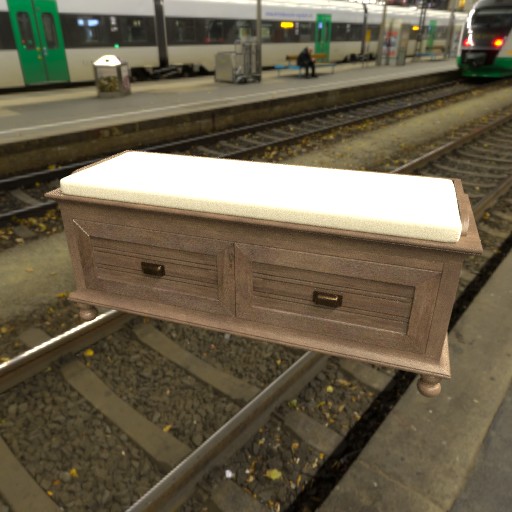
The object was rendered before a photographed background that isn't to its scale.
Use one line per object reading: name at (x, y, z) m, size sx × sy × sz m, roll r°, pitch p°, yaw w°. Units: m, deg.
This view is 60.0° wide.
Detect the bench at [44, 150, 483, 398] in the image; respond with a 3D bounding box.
bench at (0.000, 0.000, 1.398) m, size 1.185 × 0.501 × 0.402 m, roll 9°, pitch 28°, yaw 17°
